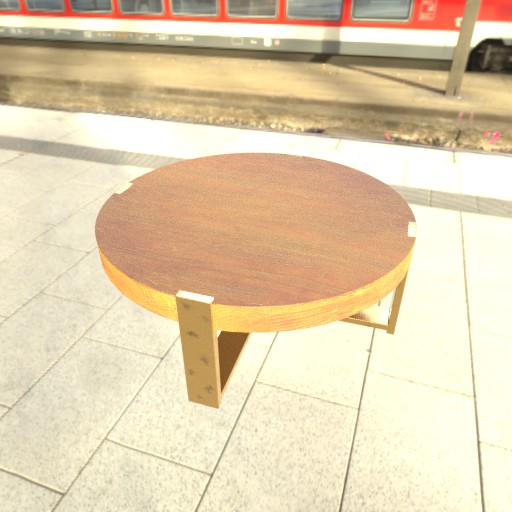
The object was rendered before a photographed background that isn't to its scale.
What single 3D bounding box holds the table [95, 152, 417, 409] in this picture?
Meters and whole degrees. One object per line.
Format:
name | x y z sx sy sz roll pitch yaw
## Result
table | 0.000 0.000 1.702 1.100 0.420 1.100 0 33 0
